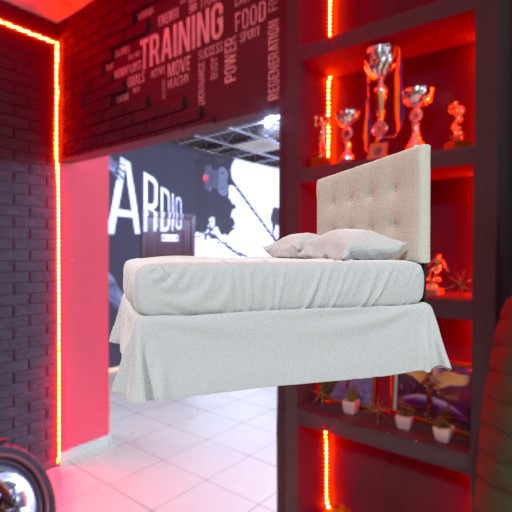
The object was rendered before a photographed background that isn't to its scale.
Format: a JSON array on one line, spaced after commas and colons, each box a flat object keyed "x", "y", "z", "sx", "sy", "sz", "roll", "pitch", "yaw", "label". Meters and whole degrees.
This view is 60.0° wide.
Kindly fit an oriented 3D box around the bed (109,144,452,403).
[{"x": 0.000, "y": 0.000, "z": 3.539, "sx": 2.222, "sy": 1.577, "sz": 1.936, "roll": 0, "pitch": 0, "yaw": -19, "label": "bed"}]
